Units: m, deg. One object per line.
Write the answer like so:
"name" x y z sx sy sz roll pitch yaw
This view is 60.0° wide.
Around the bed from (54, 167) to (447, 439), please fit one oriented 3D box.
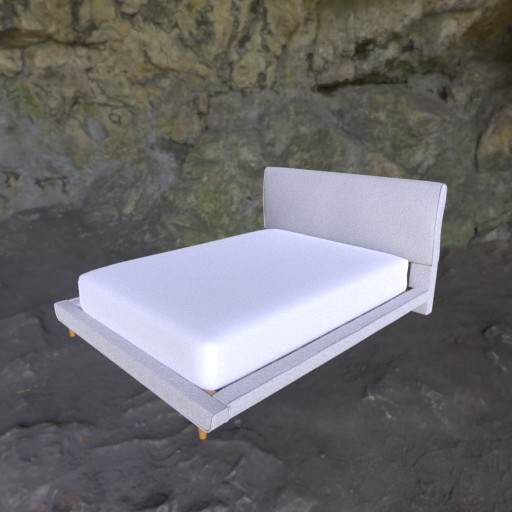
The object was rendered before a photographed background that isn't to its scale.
"bed" 0.000 0.000 3.333 2.368 1.067 1.840 -16 23 -42
